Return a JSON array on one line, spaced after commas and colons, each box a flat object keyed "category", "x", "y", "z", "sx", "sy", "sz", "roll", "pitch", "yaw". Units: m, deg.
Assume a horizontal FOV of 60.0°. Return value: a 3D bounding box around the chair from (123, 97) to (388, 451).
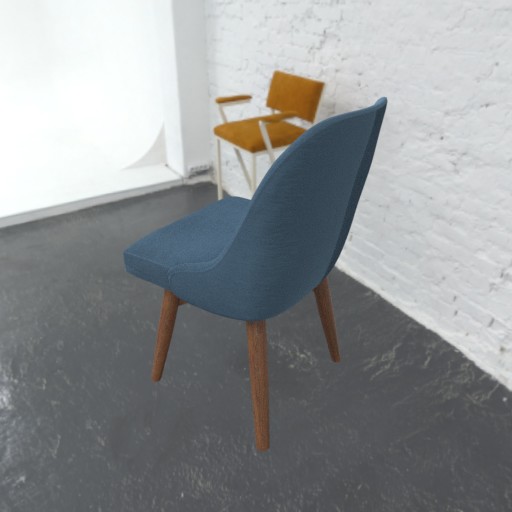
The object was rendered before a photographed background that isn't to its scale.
[{"category": "chair", "x": 0.000, "y": 0.000, "z": 1.236, "sx": 0.589, "sy": 0.882, "sz": 0.503, "roll": 21, "pitch": 36, "yaw": 31}]
